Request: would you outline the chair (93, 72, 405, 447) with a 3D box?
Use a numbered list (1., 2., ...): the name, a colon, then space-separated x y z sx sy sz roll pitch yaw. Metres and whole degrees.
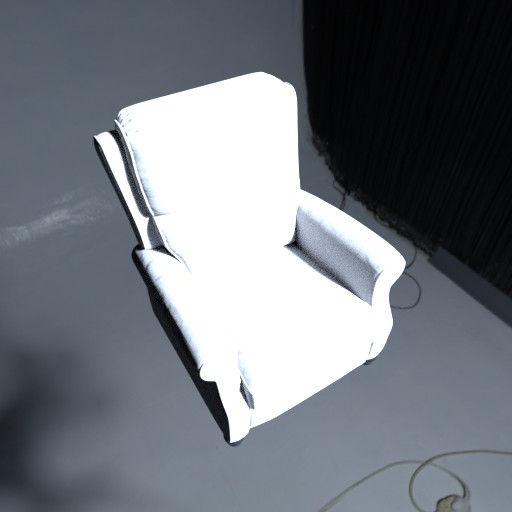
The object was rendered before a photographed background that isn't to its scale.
1. chair: 0.000 0.000 1.725 0.859 1.046 0.919 -24 51 -21
